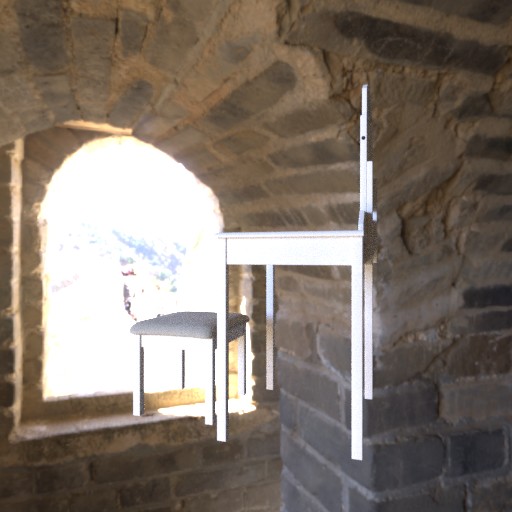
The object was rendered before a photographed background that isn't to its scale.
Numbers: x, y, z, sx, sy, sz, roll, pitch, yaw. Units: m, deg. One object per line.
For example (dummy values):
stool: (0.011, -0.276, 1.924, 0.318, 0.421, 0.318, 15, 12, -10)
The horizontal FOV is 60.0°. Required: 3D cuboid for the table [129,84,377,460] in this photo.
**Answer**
table: (0.000, 0.000, 2.334, 1.211, 1.631, 0.876, 0, 0, 18)
